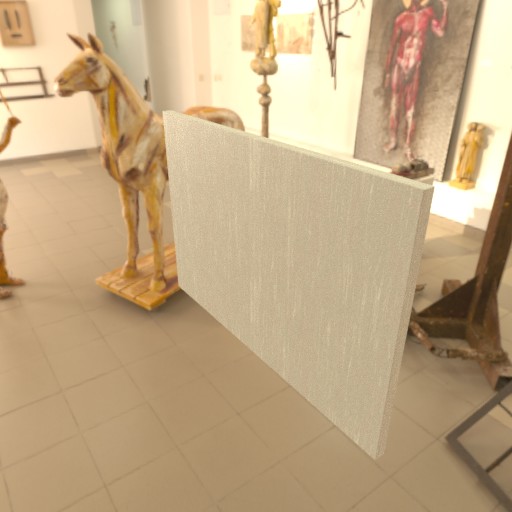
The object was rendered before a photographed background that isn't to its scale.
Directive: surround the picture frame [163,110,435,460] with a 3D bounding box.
[{"bbox_3d":[0.000,0.000,1.206,0.029,0.640,0.950,-19,32,-32],"label":"picture frame"}]
